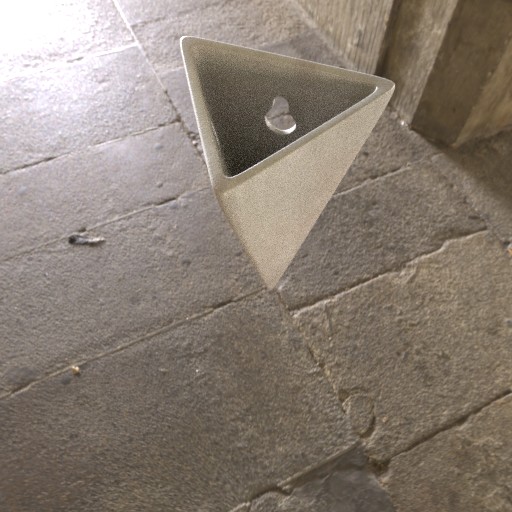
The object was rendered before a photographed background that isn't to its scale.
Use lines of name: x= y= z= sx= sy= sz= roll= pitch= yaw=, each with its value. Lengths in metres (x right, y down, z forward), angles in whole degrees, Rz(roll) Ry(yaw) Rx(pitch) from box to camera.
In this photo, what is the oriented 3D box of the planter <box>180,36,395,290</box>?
planter: x=0.000 y=0.000 z=0.275 sx=0.101 sy=0.224 sz=0.081 roll=17 pitch=60 yaw=10
